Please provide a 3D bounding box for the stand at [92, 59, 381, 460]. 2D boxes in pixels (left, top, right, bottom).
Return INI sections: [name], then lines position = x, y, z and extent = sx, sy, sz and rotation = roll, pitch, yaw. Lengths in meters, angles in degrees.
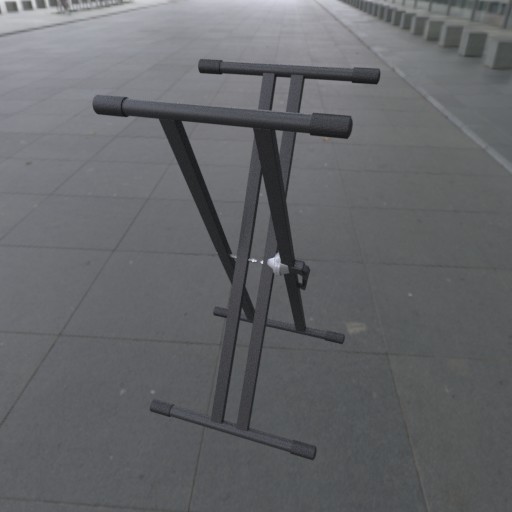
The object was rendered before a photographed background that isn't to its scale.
[stand]
position = 0.000, 0.000, 1.200
extent = 0.495, 0.900, 0.503
rotation = 10, 33, 16
